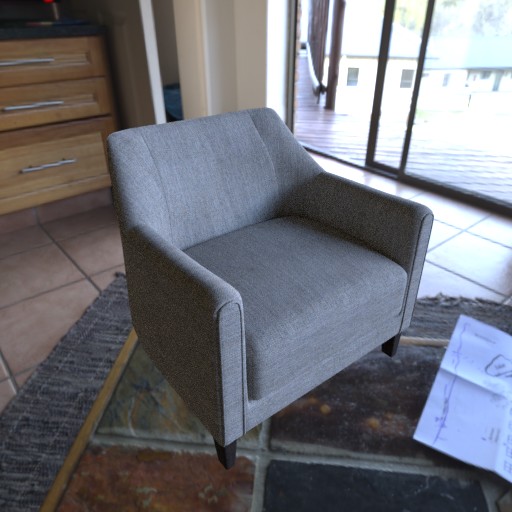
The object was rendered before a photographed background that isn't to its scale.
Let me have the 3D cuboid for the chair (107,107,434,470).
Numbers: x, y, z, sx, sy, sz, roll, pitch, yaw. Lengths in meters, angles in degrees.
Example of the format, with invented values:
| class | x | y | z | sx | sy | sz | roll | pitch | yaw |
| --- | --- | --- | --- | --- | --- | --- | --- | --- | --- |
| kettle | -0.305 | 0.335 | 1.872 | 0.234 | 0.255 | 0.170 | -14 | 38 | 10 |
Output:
| class | x | y | z | sx | sy | sz | roll | pitch | yaw |
| --- | --- | --- | --- | --- | --- | --- | --- | --- | --- |
| chair | 0.000 | 0.000 | 1.436 | 0.796 | 0.761 | 0.758 | -21 | 36 | -32 |
